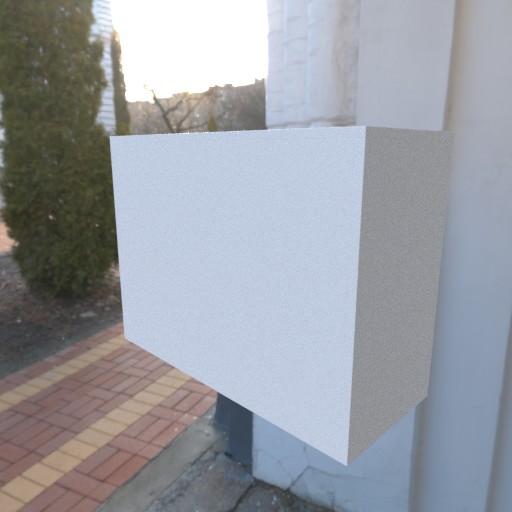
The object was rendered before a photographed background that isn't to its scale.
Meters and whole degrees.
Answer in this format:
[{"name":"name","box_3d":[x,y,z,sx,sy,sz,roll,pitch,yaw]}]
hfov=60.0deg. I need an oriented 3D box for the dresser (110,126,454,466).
[{"name":"dresser","box_3d":[0.000,0.000,1.550,1.100,0.820,0.460,13,19,43]}]
